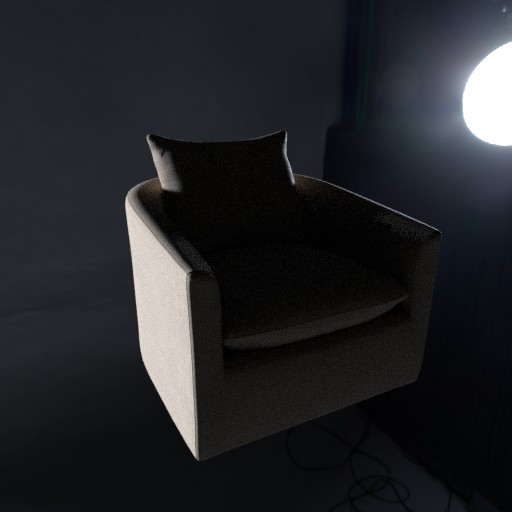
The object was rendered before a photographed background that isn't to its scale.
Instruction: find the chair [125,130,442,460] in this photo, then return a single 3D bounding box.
[{"bbox_3d":[0.000,0.000,1.598,0.845,0.848,0.910,-9,20,-27],"label":"chair"}]
